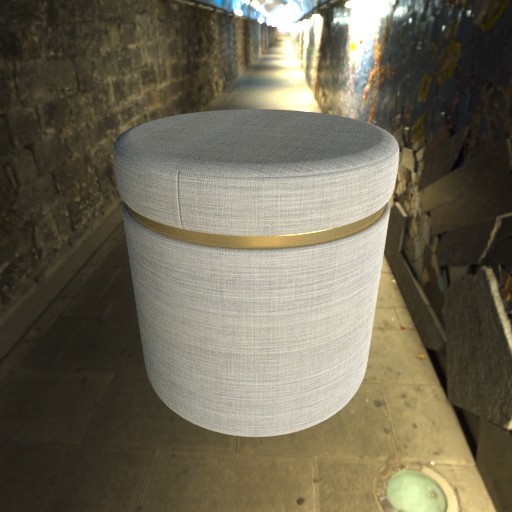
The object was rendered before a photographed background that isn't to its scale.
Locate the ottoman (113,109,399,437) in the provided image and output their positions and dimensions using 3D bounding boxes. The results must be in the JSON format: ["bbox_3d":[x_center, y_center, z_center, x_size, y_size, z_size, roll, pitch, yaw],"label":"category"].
[{"bbox_3d":[0.000,0.000,0.725,0.400,0.406,0.400,0,27,0],"label":"ottoman"}]
